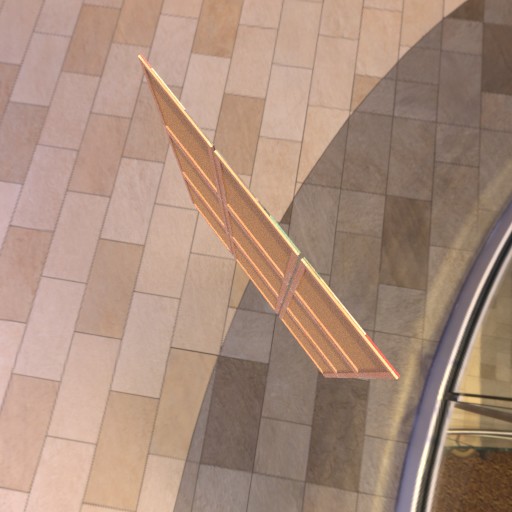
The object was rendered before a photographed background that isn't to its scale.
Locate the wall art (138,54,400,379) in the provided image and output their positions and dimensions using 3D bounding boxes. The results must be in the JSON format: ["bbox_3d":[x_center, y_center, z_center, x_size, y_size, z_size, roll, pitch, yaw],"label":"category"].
[{"bbox_3d":[0.000,0.000,1.847,0.013,1.220,1.216,-36,78,-9],"label":"wall art"}]
